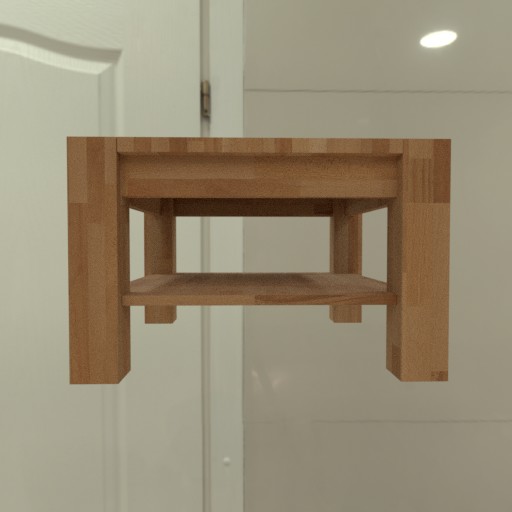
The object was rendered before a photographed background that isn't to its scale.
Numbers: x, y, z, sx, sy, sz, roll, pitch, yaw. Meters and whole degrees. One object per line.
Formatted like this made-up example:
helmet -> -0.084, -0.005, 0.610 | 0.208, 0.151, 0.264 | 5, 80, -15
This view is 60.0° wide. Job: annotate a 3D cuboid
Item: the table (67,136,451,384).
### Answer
table -> 0.000, 0.000, 1.161 | 0.700, 0.451, 0.700 | 0, 2, -2
